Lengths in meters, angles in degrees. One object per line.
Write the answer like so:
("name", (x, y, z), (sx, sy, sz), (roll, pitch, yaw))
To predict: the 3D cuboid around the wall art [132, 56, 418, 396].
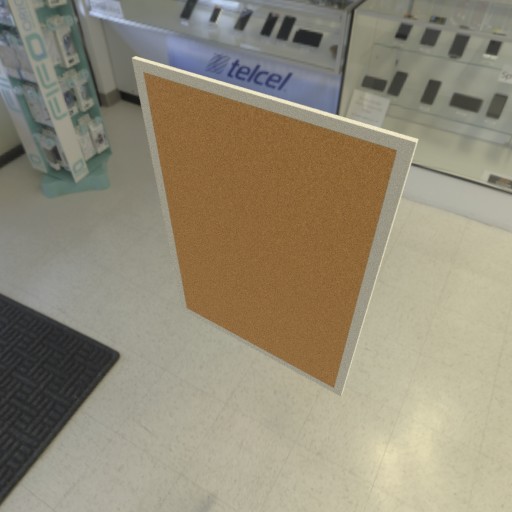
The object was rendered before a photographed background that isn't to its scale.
("wall art", (0.000, 0.000, 1.225), (0.659, 0.940, 0.013), (24, 51, 22))
